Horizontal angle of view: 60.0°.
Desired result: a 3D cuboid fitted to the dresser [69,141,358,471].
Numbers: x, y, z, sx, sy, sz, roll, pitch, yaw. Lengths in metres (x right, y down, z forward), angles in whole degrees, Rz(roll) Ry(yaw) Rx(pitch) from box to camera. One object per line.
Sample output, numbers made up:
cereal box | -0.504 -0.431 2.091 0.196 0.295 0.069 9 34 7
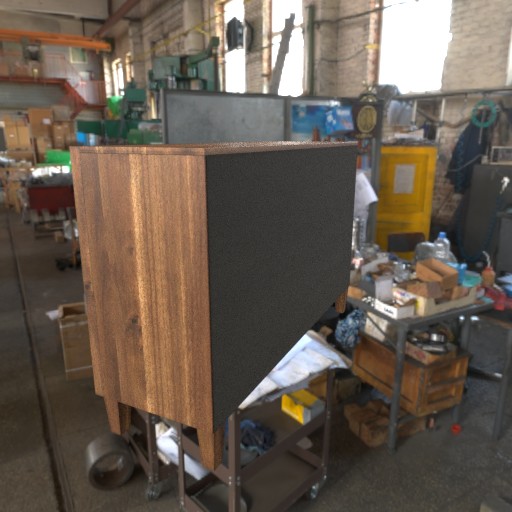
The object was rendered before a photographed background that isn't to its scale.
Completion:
dresser | 0.000 0.000 1.810 0.438 0.892 1.387 7 17 26
